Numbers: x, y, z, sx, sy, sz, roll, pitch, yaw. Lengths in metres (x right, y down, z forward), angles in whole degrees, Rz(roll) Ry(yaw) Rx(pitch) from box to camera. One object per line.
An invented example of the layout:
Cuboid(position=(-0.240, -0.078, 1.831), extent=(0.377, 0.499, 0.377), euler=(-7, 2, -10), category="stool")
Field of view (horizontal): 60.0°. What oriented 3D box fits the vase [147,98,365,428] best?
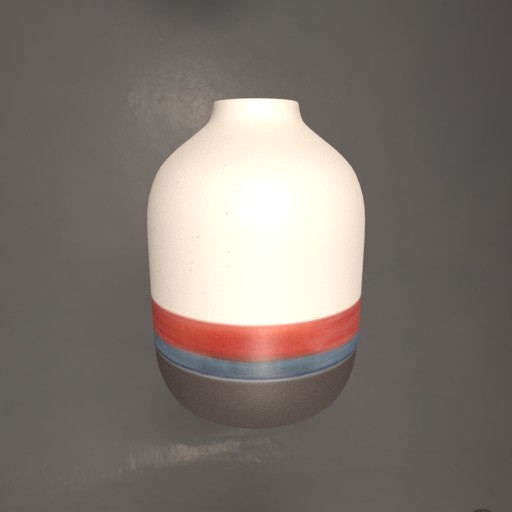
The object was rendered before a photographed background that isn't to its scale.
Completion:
Cuboid(position=(0.000, 0.000, 0.360), extent=(0.169, 0.237, 0.169), euler=(0, 14, 0), category="vase")
